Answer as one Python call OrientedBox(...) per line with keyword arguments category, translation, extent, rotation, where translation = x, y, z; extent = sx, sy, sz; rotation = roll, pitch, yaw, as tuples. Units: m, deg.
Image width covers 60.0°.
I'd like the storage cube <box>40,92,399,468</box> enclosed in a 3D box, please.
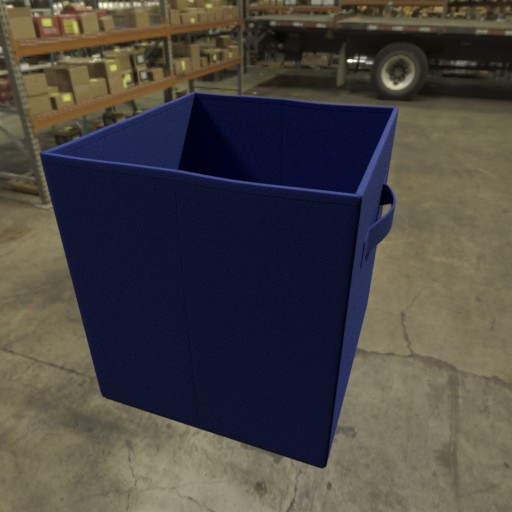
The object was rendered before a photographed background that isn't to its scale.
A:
OrientedBox(category="storage cube", translation=(0.000, 0.000, 0.485), extent=(0.270, 0.280, 0.270), rotation=(11, 32, 17))
